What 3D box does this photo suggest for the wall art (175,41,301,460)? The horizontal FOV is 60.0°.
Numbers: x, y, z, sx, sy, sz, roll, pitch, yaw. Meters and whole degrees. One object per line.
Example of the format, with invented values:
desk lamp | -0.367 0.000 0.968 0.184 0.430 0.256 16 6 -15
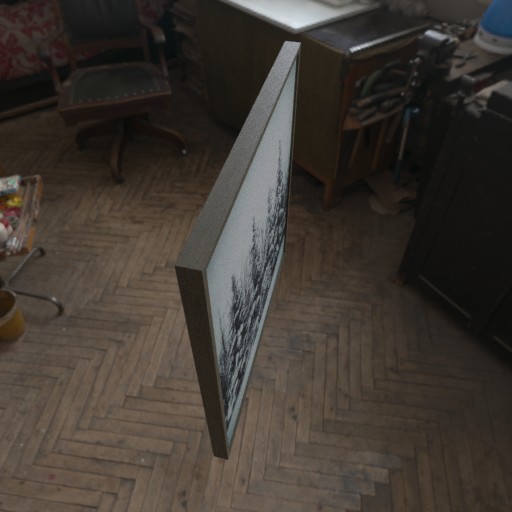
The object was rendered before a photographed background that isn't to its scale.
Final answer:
wall art | 0.000 0.000 1.123 0.039 0.758 0.758 10 49 9
